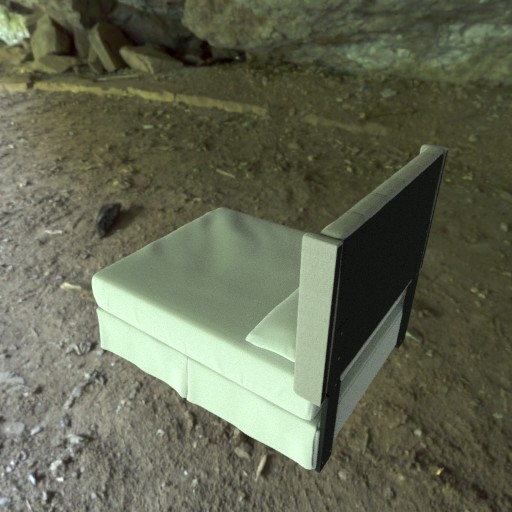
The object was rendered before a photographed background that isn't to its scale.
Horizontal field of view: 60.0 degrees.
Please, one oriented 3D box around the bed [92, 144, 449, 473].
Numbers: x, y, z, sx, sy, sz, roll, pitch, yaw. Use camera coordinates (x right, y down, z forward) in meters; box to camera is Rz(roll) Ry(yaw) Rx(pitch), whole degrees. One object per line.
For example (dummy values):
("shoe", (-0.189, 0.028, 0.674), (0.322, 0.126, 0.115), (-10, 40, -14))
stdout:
("bed", (0.000, 0.000, 3.372), (2.066, 1.665, 1.719), (20, 36, 30))
